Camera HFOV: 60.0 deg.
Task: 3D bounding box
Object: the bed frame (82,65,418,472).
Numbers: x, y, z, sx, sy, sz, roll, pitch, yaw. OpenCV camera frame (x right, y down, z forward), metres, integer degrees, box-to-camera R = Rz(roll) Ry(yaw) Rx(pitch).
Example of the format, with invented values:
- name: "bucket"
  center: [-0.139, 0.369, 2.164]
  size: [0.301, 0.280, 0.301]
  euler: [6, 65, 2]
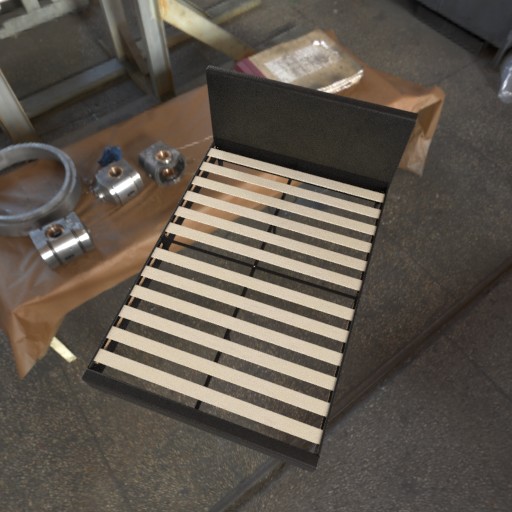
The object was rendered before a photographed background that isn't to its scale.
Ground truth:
- name: "bed frame"
  center: [0.000, 0.000, 2.920]
  size: [1.469, 1.046, 2.152]
  euler: [17, 61, 10]
